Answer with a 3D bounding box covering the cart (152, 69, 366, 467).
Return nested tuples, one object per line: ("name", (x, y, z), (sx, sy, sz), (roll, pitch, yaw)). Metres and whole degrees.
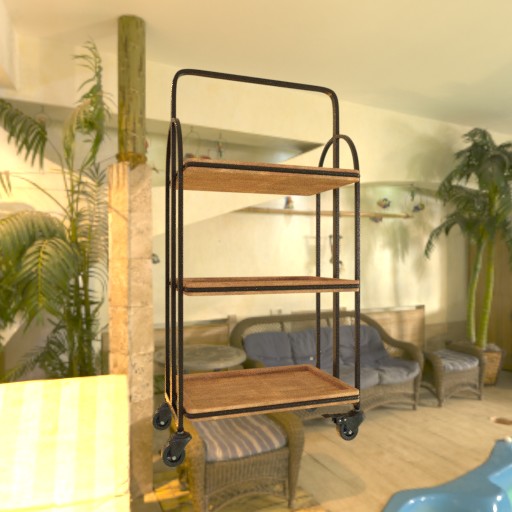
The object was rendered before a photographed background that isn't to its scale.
("cart", (0.000, 0.000, 1.252), (0.553, 1.001, 0.327), (0, 0, -19))
